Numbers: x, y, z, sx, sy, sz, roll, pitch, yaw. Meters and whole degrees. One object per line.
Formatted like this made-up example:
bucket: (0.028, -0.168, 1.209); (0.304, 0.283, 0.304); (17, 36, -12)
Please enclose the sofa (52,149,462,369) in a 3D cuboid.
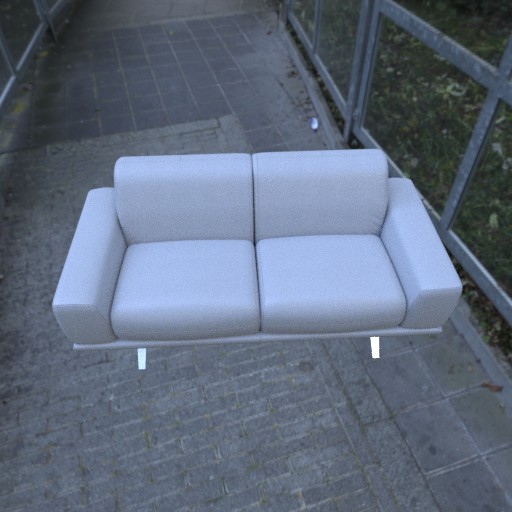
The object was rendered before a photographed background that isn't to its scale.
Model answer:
sofa: (0.000, 0.000, 2.409); (1.901, 0.772, 0.900); (-2, 46, -2)
